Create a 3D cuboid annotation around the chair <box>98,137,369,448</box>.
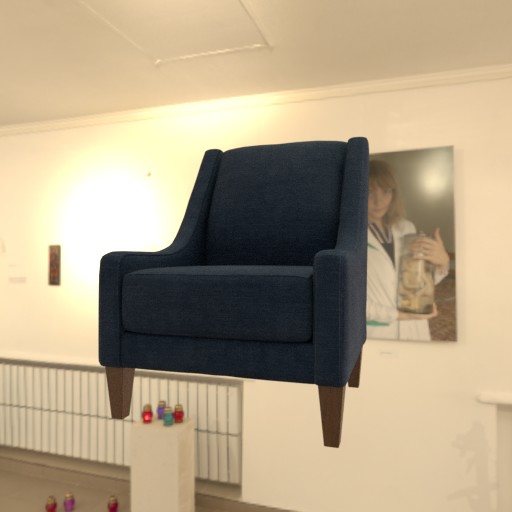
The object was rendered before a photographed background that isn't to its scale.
[{"bbox_3d":[0.000,0.000,1.630,0.774,1.014,0.870,0,0,18],"label":"chair"}]
